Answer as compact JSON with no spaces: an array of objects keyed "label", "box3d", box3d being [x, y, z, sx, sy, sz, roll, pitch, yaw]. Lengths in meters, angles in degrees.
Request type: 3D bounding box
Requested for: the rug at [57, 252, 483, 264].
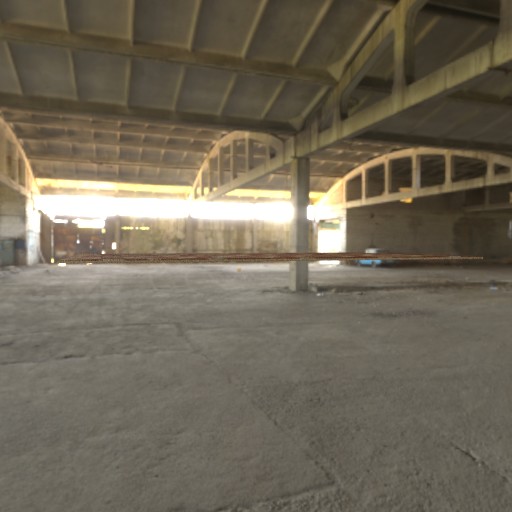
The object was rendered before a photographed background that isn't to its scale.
[{"label":"rug","box3d":[0.000,0.000,2.965,2.286,0.016,1.555,0,1,-18]}]
